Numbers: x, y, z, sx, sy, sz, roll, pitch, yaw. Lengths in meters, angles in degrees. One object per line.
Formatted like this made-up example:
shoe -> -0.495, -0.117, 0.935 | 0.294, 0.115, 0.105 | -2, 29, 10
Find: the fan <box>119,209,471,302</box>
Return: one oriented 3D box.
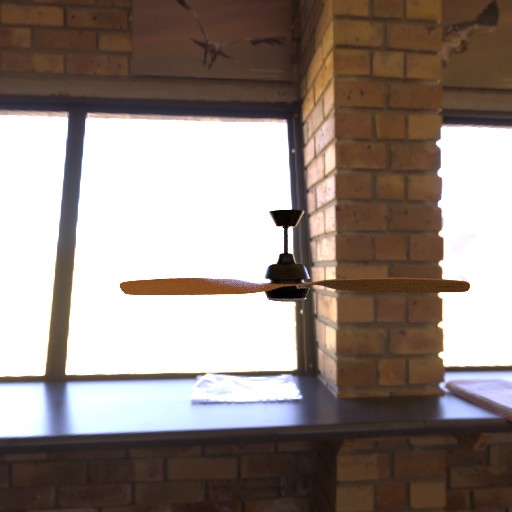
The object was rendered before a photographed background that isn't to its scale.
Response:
fan -> 0.000, 0.000, 1.646 | 1.010, 0.355, 1.142 | 1, -2, -37
